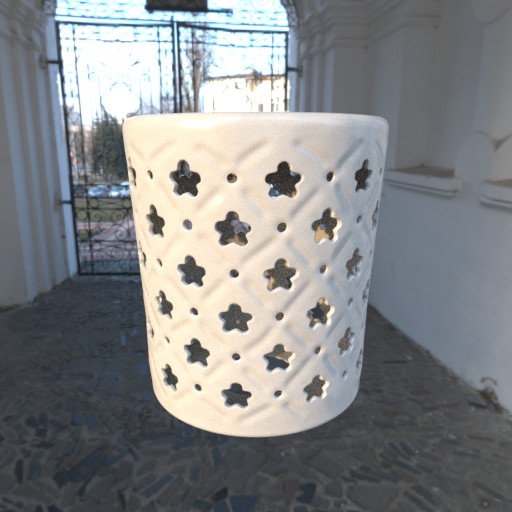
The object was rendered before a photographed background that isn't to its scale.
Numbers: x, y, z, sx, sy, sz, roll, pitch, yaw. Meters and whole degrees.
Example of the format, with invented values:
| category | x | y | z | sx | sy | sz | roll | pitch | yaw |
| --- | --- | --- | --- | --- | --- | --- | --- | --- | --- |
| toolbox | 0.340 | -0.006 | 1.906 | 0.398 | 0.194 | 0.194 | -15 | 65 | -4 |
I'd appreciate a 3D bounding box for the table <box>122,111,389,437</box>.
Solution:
| category | x | y | z | sx | sy | sz | roll | pitch | yaw |
| --- | --- | --- | --- | --- | --- | --- | --- | --- | --- |
| table | 0.000 | 0.000 | 0.650 | 0.352 | 0.387 | 0.352 | 0 | 14 | 0 |
